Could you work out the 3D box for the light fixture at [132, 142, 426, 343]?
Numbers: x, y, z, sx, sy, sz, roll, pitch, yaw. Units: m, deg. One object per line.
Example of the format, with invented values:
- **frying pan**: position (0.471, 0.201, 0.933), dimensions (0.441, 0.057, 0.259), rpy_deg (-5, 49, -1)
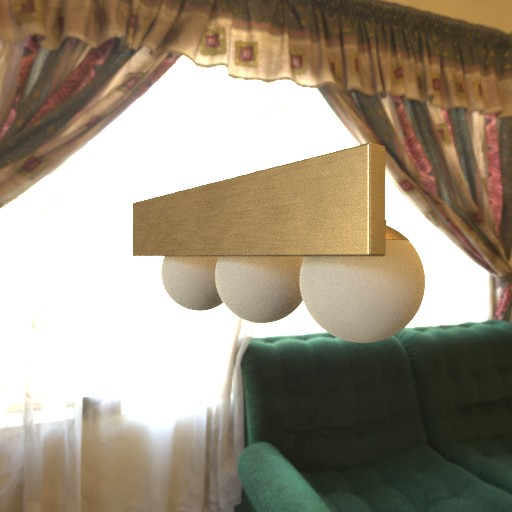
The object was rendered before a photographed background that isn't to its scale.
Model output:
- **light fixture**: position (0.000, 0.000, 0.865), dimensions (0.218, 0.263, 0.721), rpy_deg (0, 0, -37)
